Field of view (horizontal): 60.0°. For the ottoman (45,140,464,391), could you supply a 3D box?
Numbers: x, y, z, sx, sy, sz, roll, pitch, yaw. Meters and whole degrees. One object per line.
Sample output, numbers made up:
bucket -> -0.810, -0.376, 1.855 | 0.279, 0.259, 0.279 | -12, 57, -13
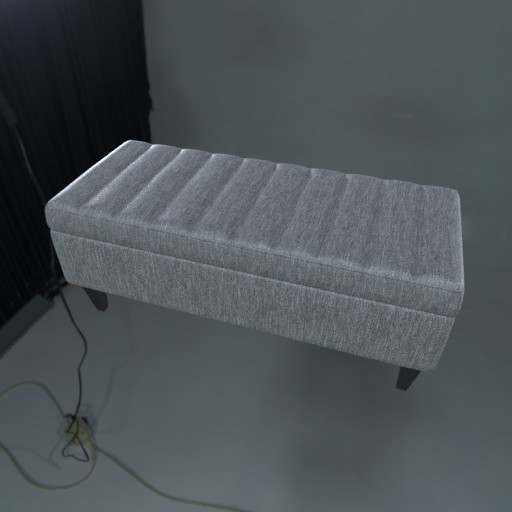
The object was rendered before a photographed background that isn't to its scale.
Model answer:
ottoman -> 0.000, 0.000, 1.428 | 1.151, 0.469, 0.482 | 12, 41, 14
